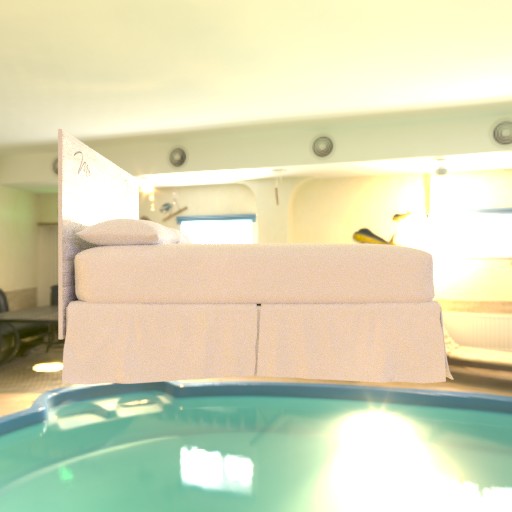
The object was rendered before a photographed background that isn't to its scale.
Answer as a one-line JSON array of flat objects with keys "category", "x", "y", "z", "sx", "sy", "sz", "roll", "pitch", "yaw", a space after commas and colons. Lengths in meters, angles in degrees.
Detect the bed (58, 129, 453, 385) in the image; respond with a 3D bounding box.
[{"category": "bed", "x": 0.000, "y": 0.000, "z": 3.174, "sx": 2.094, "sy": 1.335, "sz": 1.745, "roll": 0, "pitch": 0, "yaw": -1}]
